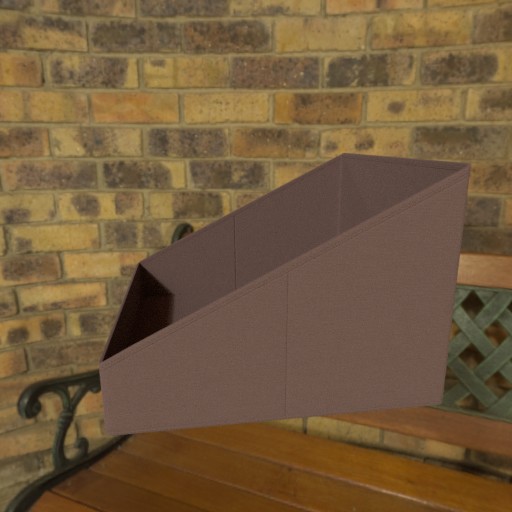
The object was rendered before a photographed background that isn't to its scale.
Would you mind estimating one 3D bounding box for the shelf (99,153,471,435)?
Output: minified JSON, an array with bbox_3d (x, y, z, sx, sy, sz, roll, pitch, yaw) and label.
[{"bbox_3d":[0.000,0.000,0.482,0.292,0.210,0.292,-2,15,-8],"label":"shelf"}]
